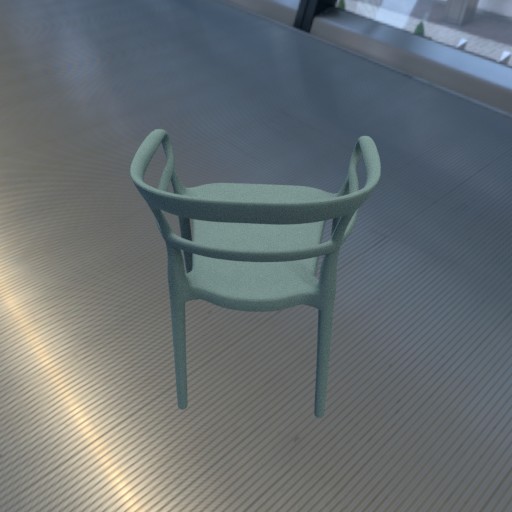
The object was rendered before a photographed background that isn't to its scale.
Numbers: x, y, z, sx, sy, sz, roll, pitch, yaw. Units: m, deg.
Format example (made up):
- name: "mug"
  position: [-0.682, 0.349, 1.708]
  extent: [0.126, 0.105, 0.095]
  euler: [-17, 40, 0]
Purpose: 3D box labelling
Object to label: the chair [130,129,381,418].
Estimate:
- name: "chair"
  position: [0.000, 0.000, 1.163]
  extent: [0.559, 0.761, 0.527]
  euler: [3, 45, 3]
